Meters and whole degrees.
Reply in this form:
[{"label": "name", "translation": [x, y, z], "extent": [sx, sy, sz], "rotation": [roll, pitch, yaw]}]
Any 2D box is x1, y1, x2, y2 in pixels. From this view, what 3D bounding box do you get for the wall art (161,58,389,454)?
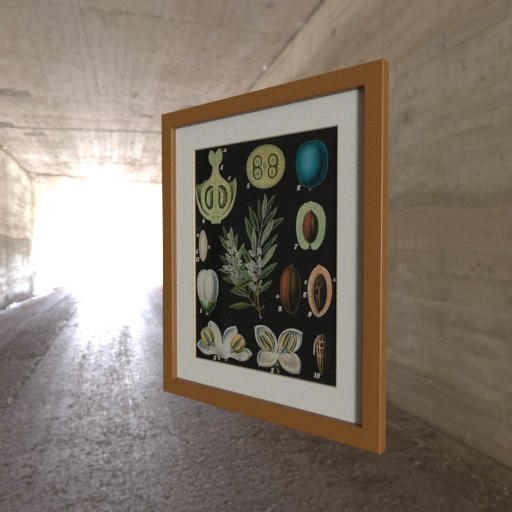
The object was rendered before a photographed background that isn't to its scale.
[{"label": "wall art", "translation": [0.000, 0.000, 0.755], "extent": [0.449, 0.550, 0.021], "rotation": [1, 2, 36]}]
